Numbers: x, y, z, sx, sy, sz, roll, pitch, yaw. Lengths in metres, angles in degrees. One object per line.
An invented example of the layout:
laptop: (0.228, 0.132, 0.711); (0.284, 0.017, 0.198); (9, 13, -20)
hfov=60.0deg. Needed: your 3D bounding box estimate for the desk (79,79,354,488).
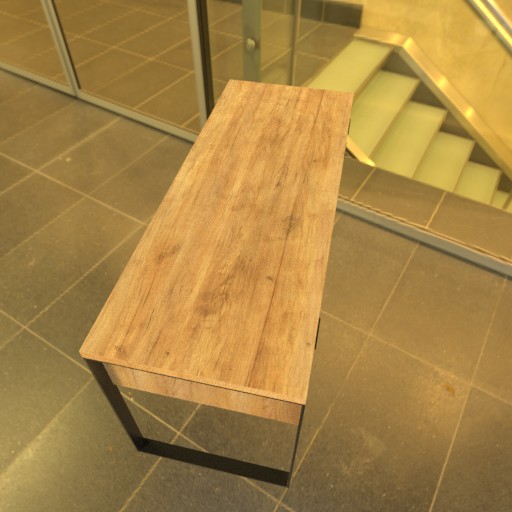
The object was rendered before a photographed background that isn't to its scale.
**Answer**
desk: (0.000, 0.000, 1.884); (0.600, 0.760, 1.520); (9, 49, 8)
